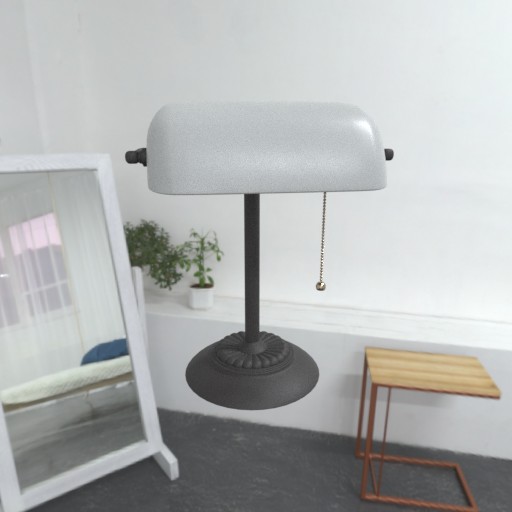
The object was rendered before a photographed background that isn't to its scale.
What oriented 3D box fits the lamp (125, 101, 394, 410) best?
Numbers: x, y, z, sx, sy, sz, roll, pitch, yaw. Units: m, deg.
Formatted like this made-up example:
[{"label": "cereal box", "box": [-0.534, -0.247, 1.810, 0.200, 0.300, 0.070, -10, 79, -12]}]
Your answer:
[{"label": "lamp", "box": [0.000, 0.000, 0.520, 0.264, 0.339, 0.243, -3, 17, -8]}]
